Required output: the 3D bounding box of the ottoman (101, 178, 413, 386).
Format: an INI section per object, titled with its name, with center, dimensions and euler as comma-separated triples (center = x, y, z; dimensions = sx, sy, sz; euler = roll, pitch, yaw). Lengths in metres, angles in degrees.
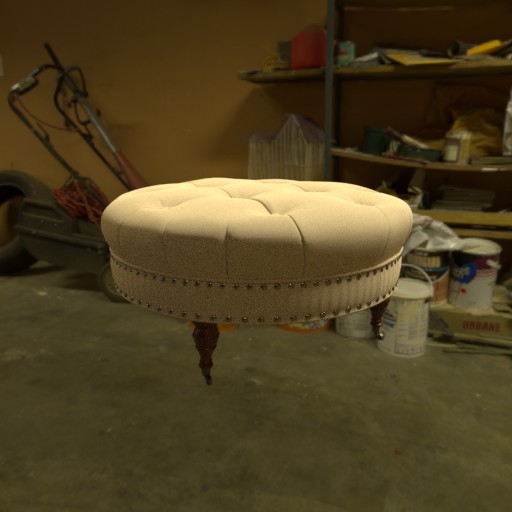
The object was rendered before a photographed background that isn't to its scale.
[ottoman]
center = 0.000, 0.000, 1.369
dimensions = 0.901, 0.439, 0.901
euler = 0, 15, 0
